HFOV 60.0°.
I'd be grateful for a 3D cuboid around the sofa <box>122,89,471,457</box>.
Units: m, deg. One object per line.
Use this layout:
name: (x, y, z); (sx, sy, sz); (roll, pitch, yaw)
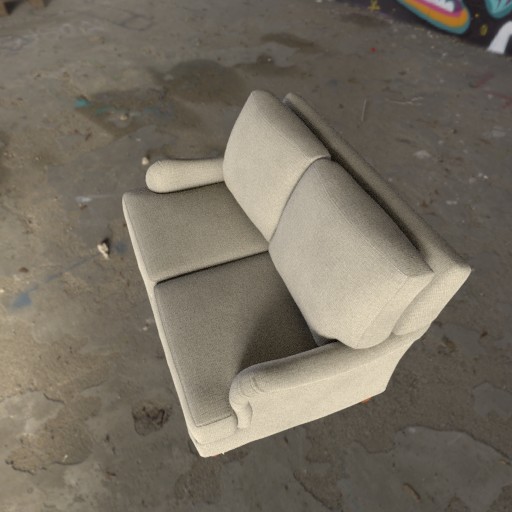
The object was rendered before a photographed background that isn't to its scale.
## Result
sofa: (0.000, 0.000, 2.157); (1.087, 0.999, 1.480); (-16, 49, -15)
